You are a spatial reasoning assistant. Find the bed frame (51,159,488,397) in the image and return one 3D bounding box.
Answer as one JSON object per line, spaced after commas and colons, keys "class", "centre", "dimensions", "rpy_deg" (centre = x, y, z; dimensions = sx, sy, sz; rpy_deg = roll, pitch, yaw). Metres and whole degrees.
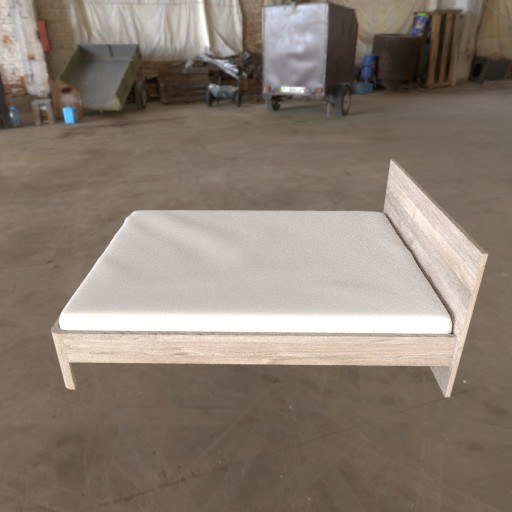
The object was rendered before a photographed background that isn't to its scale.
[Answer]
{"class": "bed frame", "centre": [0.000, 0.000, 2.698], "dimensions": [1.950, 0.800, 1.490], "rpy_deg": [0, 27, 1]}
